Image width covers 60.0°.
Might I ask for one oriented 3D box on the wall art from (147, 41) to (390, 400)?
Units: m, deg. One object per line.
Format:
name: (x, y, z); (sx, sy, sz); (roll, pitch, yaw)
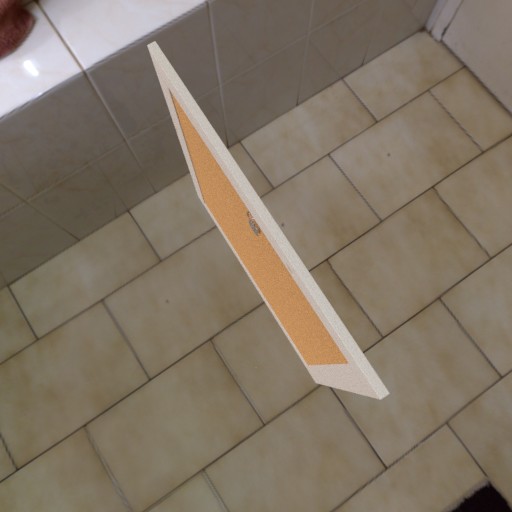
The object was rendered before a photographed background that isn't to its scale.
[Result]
wall art: (0.000, 0.000, 0.857); (0.015, 0.577, 0.572); (-31, 78, -7)
